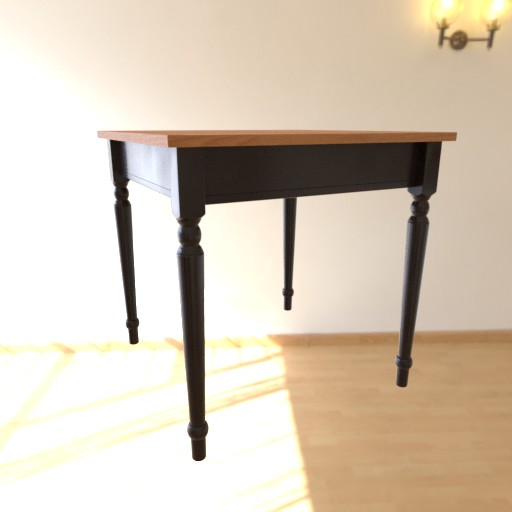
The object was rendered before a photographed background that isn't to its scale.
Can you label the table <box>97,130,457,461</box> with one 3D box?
[{"bbox_3d":[0.000,0.000,1.363,0.747,0.738,0.747,-9,18,-27],"label":"table"}]
